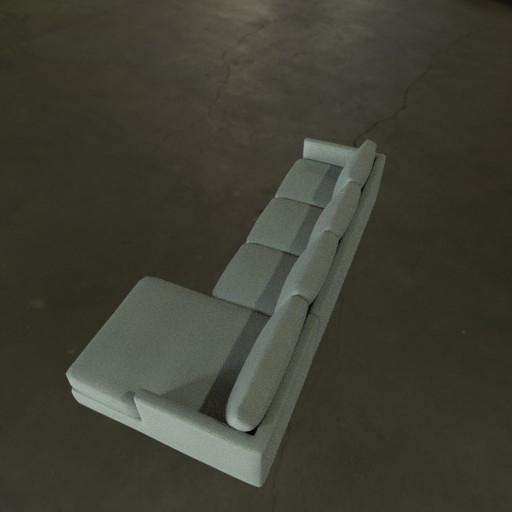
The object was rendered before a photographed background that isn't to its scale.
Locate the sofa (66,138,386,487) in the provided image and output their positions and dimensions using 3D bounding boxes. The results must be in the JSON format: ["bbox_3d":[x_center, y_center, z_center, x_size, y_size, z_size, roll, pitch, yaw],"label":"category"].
[{"bbox_3d":[0.000,0.000,4.084,1.604,0.950,3.471,17,49,16],"label":"sofa"}]
